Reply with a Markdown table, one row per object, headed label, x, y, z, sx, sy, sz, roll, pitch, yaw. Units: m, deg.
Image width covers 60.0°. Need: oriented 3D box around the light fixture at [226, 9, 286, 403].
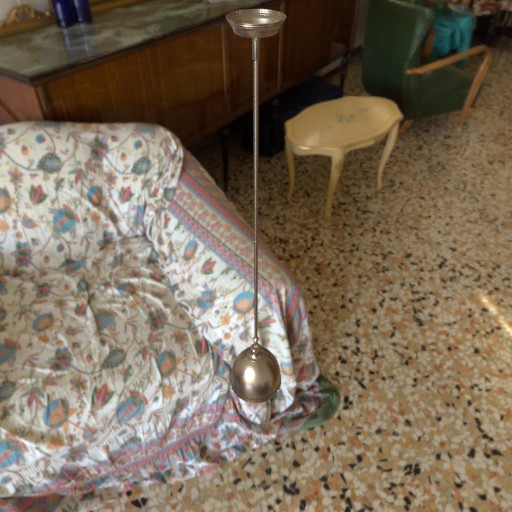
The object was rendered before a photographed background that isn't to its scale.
| label | x | y | z | sx | sy | sz | roll | pitch | yaw |
| --- | --- | --- | --- | --- | --- | --- | --- | --- | --- |
| light fixture | 0.000 | 0.000 | 1.401 | 0.211 | 1.367 | 0.217 | -1 | 41 | -1 |
